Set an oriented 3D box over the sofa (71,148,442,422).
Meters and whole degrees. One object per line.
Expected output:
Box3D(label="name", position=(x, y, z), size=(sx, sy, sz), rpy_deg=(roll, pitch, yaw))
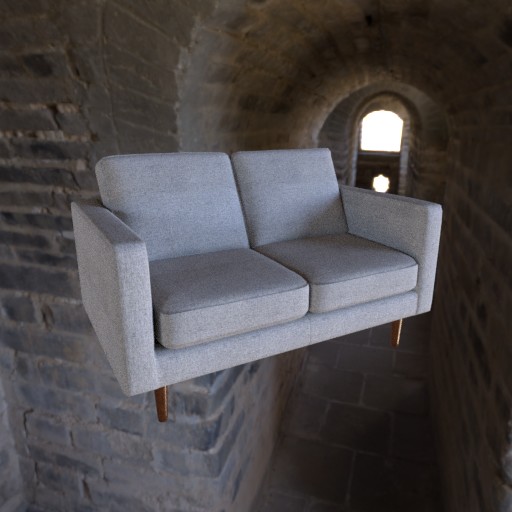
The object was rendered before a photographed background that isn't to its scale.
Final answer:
Box3D(label="sofa", position=(0.000, 0.000, 2.173), size=(1.527, 0.973, 0.969), rpy_deg=(-9, 19, -28))
